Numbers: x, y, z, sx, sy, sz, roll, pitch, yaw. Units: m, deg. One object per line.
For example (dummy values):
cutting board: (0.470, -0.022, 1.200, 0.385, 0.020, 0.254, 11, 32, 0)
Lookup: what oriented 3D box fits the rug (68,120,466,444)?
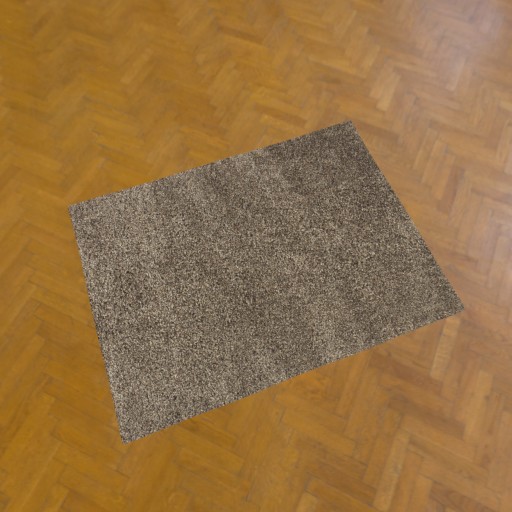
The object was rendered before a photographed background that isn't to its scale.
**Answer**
rug: (0.000, 0.000, 2.148, 1.601, 0.025, 1.198, -19, 66, -9)
